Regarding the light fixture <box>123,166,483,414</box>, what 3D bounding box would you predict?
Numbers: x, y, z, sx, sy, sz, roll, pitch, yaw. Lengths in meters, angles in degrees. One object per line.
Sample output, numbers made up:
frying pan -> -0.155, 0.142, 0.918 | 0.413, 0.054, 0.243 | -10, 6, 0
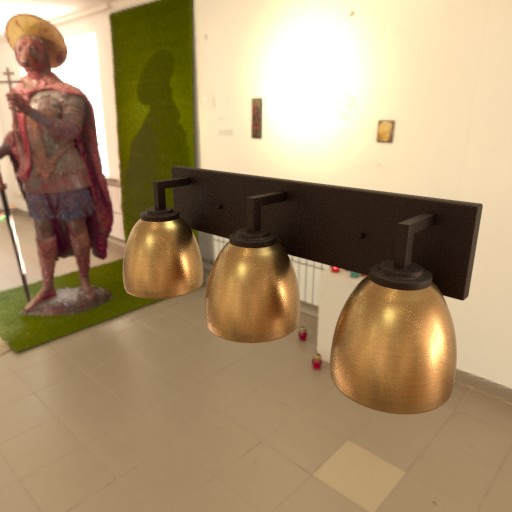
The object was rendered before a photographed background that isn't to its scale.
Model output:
light fixture -> 0.000, 0.000, 0.643 | 0.582, 0.204, 0.157 | 16, 24, 40
